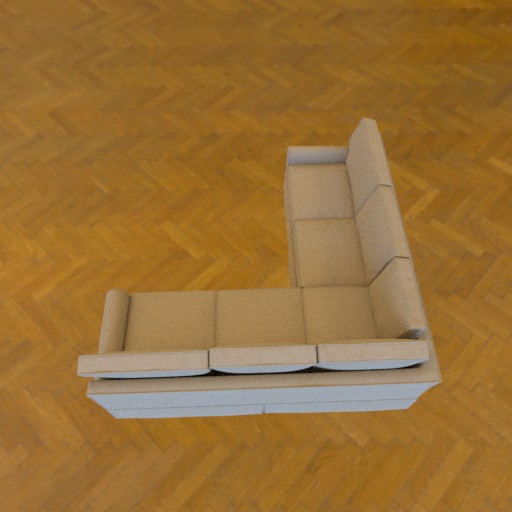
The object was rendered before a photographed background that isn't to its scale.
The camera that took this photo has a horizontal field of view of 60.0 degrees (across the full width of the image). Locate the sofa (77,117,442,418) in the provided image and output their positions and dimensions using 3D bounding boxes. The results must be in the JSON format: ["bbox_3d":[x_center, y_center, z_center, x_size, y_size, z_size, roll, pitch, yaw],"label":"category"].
[{"bbox_3d":[0.000,0.000,4.278,2.733,1.124,2.730,-2,59,-1],"label":"sofa"}]
